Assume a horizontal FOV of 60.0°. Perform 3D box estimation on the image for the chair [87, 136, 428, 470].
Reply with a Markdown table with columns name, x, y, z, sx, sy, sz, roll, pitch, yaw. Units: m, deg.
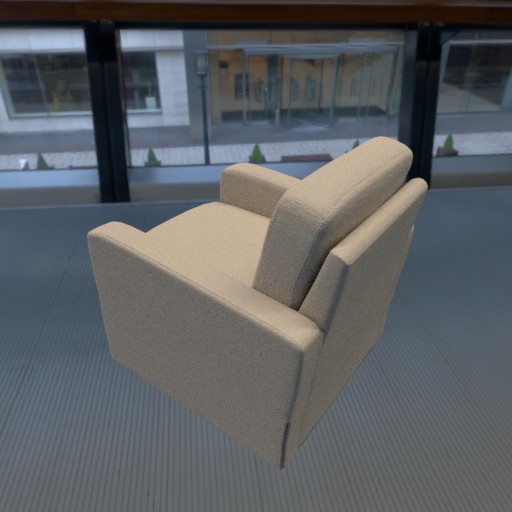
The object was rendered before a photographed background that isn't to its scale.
| name | x | y | z | sx | sy | sz | roll | pitch | yaw |
| --- | --- | --- | --- | --- | --- | --- | --- | --- | --- |
| chair | 0.000 | 0.000 | 1.510 | 0.888 | 0.827 | 0.755 | 21 | 38 | 30 |
